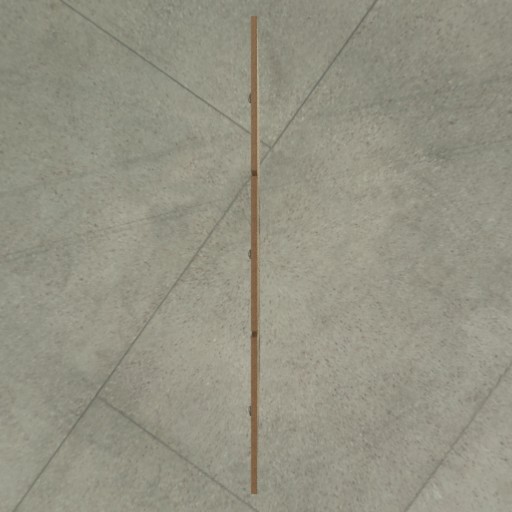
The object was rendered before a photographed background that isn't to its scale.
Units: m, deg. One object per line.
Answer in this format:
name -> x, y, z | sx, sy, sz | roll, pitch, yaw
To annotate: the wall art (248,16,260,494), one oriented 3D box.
wall art -> 0.000, 0.000, 1.303 | 0.018, 0.913, 0.915 | 0, 90, 1
